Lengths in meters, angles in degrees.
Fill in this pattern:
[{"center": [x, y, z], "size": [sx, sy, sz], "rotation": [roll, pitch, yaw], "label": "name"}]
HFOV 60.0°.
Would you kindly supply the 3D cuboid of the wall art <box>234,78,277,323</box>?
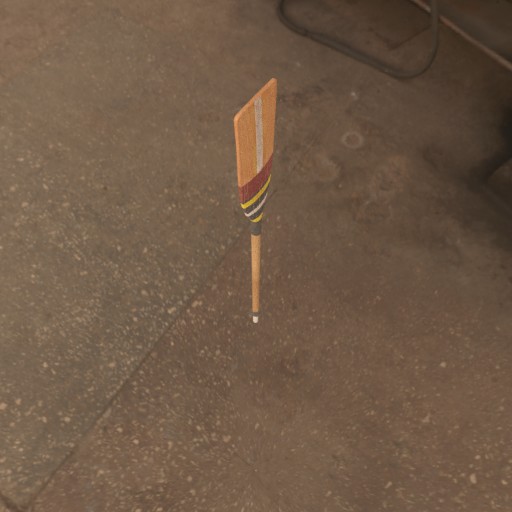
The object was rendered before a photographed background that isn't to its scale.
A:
[{"center": [0.000, 0.000, 1.642], "size": [0.038, 1.556, 0.146], "rotation": [33, 69, 15], "label": "wall art"}]
